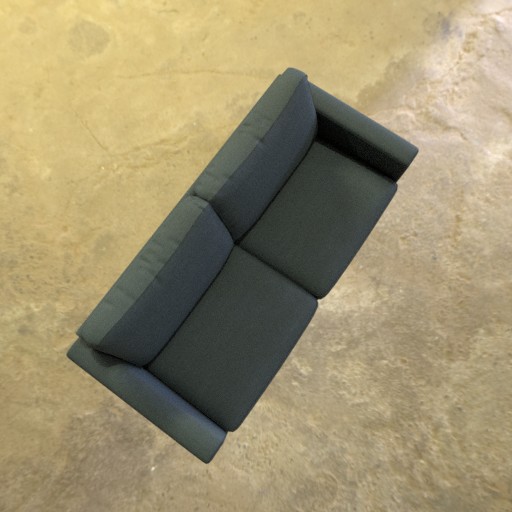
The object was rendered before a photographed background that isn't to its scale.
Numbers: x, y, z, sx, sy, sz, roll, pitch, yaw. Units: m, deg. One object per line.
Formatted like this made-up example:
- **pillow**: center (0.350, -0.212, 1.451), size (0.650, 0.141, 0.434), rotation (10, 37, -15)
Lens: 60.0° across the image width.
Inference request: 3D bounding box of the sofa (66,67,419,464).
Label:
- **sofa**: center (0.000, 0.000, 2.372), size (0.877, 0.865, 1.900), rotation (34, 79, 8)
